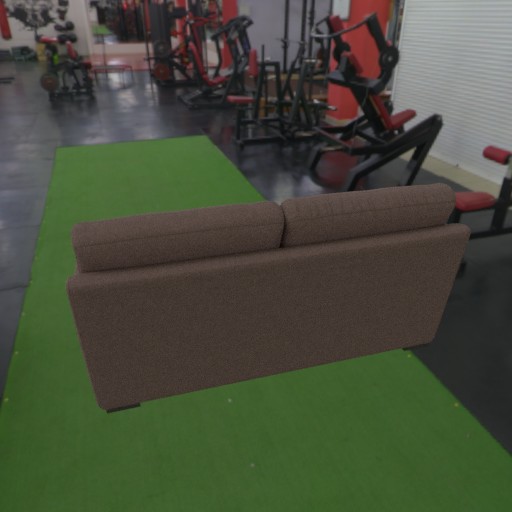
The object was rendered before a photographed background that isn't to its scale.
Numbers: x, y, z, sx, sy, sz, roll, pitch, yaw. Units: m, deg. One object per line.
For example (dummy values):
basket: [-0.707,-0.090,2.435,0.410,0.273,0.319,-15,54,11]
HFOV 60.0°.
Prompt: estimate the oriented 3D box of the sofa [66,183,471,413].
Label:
sofa: [0.000,0.000,2.475,1.869,0.950,1.140,-8,30,-14]
